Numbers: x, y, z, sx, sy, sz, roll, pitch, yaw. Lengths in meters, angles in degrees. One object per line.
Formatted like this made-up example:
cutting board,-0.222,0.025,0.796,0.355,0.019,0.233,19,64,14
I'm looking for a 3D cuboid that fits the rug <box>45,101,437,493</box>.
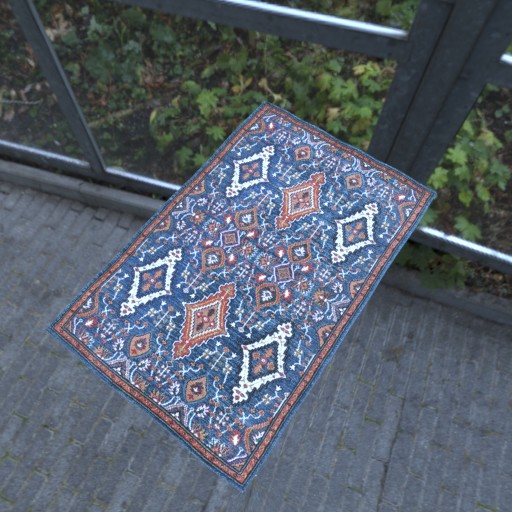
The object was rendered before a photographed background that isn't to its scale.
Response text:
rug,0.000,0.000,2.307,1.195,0.014,1.847,33,68,15
